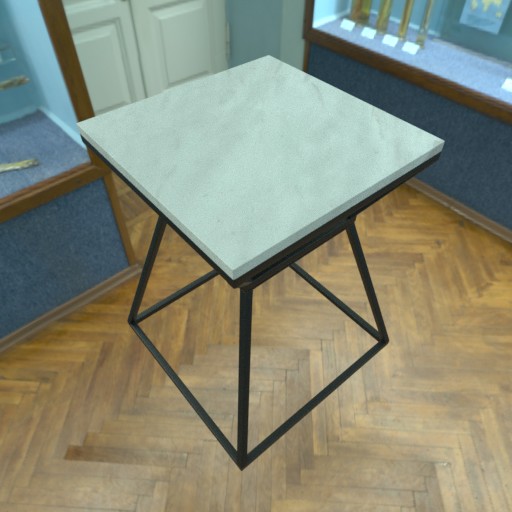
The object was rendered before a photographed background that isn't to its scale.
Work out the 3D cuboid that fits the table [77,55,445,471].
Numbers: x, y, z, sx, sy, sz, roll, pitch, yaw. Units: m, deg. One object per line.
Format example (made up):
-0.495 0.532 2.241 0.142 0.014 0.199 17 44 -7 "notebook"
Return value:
0.000 0.000 0.887 0.455 0.559 0.455 -31 54 -26 "table"
